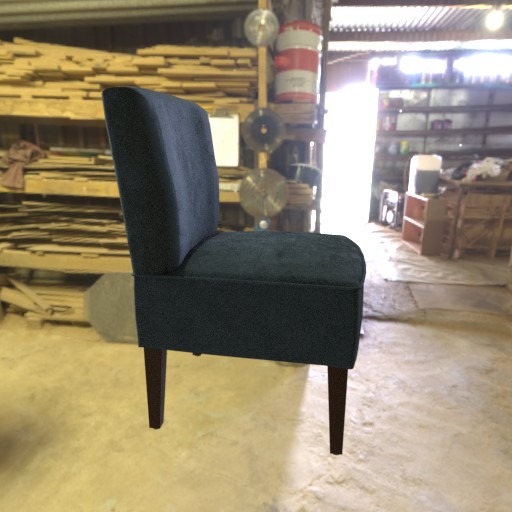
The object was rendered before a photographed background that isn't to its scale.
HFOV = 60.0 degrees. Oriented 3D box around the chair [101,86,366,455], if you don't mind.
[{"bbox_3d":[0.000,0.000,1.158,0.551,0.806,0.521,2,15,8],"label":"chair"}]
